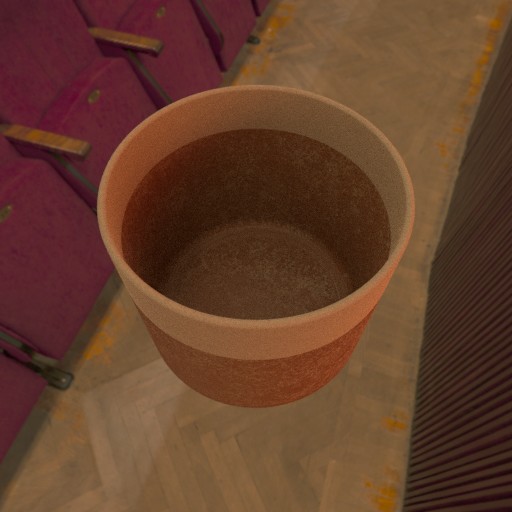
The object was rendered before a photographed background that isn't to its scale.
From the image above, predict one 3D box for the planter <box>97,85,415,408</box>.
[{"bbox_3d":[0.000,0.000,0.281,0.159,0.138,0.159,0,57,0],"label":"planter"}]
